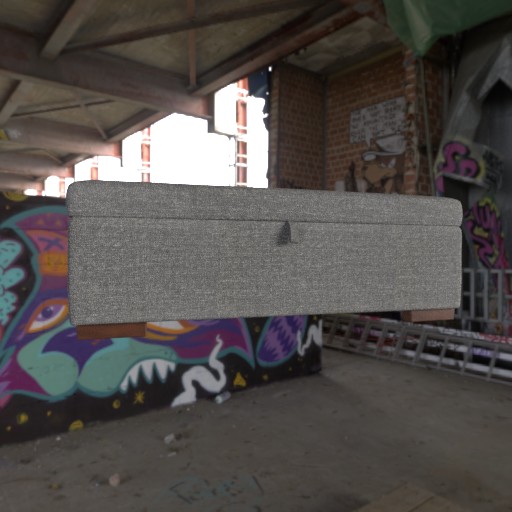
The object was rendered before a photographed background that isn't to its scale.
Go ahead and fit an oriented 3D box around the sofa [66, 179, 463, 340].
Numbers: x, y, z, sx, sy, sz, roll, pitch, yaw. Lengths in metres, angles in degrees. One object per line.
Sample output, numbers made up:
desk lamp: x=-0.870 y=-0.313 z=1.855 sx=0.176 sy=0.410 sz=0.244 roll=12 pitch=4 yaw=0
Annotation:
sofa: x=0.000 y=0.000 z=1.611 sx=1.198 sy=0.417 sz=0.782 roll=0 pitch=0 yaw=-18
